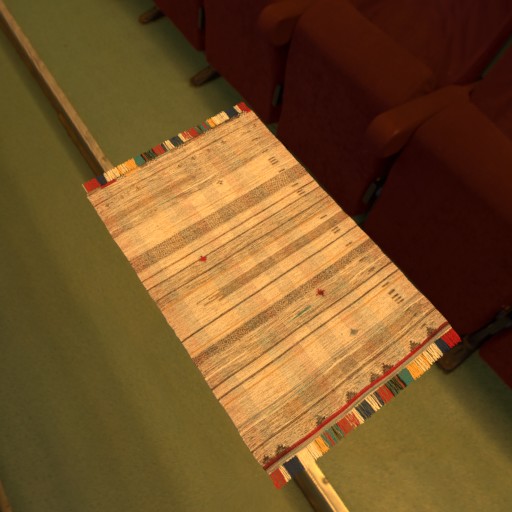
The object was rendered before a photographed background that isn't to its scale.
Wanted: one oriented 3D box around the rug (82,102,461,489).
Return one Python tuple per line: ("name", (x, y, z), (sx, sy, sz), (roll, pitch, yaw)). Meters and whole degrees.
("rug", (0.000, 0.000, 3.011), (1.465, 0.012, 2.465), (-32, 68, -15))
